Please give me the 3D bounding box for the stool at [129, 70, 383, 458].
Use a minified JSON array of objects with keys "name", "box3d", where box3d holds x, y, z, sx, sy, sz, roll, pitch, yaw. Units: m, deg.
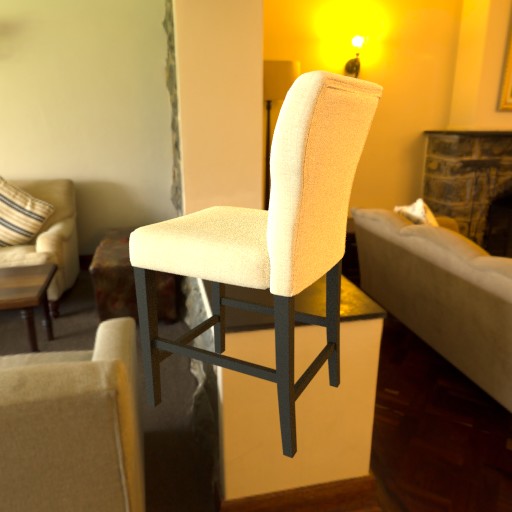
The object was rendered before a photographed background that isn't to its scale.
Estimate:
[{"name":"stool","box3d":[0.000,0.000,1.328,0.603,0.972,0.514,9,19,27]}]
